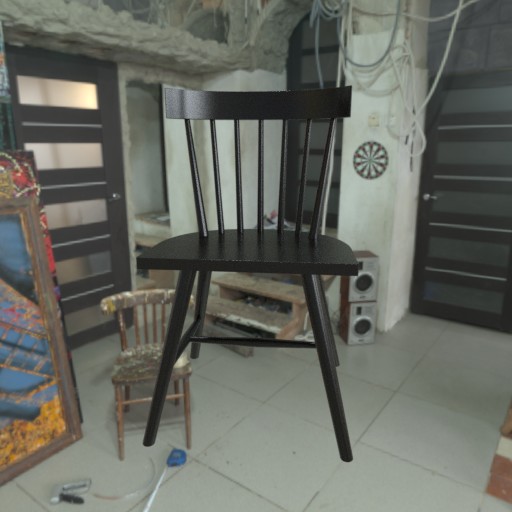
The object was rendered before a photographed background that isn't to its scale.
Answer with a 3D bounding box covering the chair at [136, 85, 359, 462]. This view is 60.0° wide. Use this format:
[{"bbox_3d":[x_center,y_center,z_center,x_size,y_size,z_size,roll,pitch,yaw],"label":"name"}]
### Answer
[{"bbox_3d":[0.000,0.000,1.172,0.506,0.844,0.483,2,14,6],"label":"chair"}]
